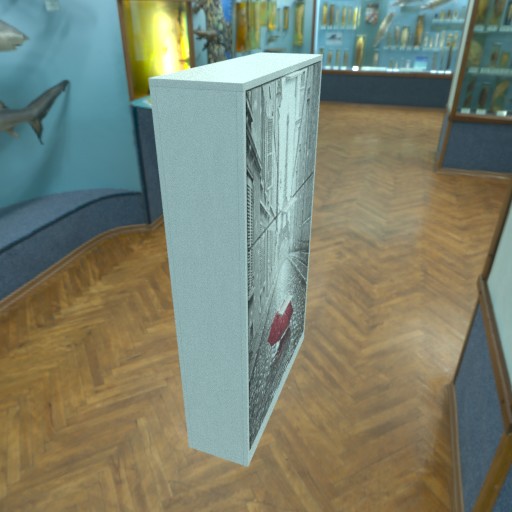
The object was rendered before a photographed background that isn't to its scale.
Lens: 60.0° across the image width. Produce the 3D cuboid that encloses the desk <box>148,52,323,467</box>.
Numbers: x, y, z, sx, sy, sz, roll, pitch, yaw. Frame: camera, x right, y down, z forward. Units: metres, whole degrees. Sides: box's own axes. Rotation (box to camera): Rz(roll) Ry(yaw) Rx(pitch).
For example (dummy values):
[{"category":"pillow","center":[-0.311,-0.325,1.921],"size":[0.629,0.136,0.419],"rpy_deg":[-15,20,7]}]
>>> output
[{"category":"desk","center":[0.000,0.000,1.602],"size":[0.250,1.280,0.750],"rpy_deg":[10,31,18]}]
